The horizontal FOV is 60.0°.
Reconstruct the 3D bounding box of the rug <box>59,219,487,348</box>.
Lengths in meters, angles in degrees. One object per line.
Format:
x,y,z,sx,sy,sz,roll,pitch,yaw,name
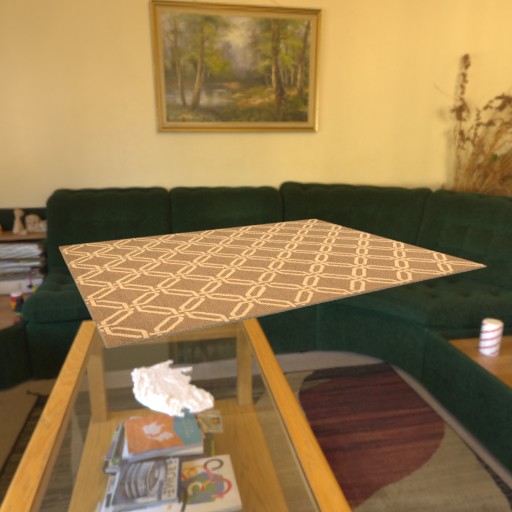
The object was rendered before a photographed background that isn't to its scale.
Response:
0.000,0.000,3.786,2.895,0.018,2.288,-8,17,-28,rug
